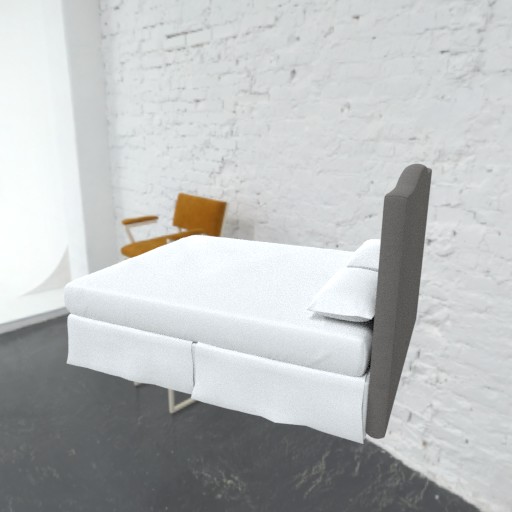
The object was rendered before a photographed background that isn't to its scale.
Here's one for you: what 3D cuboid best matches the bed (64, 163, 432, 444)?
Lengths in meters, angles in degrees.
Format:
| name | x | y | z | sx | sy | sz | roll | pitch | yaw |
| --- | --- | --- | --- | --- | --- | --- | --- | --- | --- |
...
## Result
| name | x | y | z | sx | sy | sz | roll | pitch | yaw |
| --- | --- | --- | --- | --- | --- | --- | --- | --- | --- |
| bed | 0.000 | 0.000 | 3.378 | 2.282 | 1.436 | 1.821 | 7 | 17 | 24 |
